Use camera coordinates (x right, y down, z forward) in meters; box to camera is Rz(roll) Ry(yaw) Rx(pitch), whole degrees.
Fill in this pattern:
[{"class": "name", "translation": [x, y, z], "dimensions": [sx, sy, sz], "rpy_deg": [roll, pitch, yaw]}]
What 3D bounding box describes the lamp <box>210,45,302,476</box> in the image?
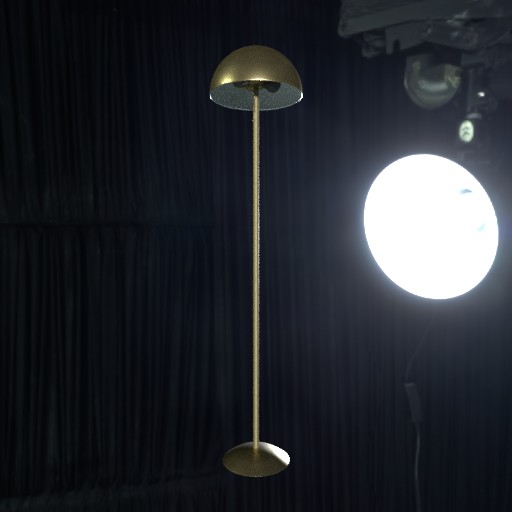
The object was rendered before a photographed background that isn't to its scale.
[{"class": "lamp", "translation": [0.000, 0.000, 1.592], "dimensions": [0.328, 1.480, 0.328], "rpy_deg": [-1, 2, -18]}]
